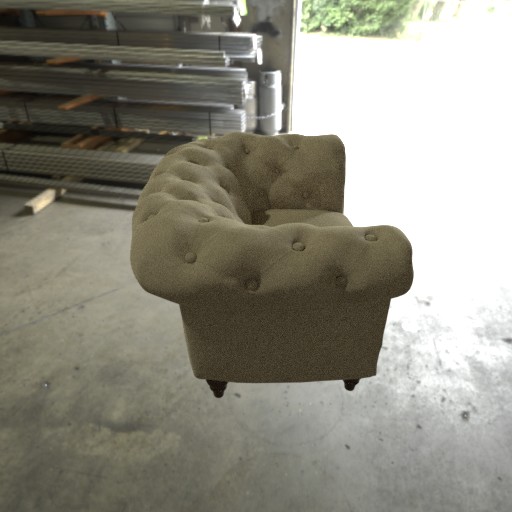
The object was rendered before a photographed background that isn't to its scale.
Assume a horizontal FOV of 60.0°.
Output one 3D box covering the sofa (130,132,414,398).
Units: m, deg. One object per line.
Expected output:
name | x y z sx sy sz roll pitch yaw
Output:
sofa | 0.000 0.000 2.131 1.034 0.878 1.405 -1 31 -1
